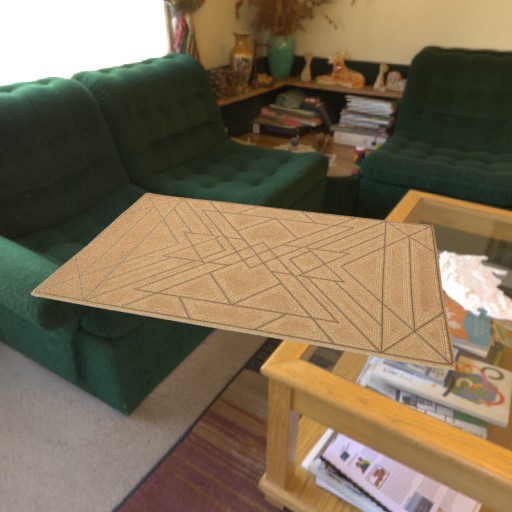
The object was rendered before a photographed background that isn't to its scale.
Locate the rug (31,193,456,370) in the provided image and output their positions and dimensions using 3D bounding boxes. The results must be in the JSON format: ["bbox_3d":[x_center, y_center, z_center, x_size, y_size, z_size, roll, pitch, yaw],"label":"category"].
[{"bbox_3d":[0.000,0.000,3.094,2.459,0.023,1.575,8,33,13],"label":"rug"}]
